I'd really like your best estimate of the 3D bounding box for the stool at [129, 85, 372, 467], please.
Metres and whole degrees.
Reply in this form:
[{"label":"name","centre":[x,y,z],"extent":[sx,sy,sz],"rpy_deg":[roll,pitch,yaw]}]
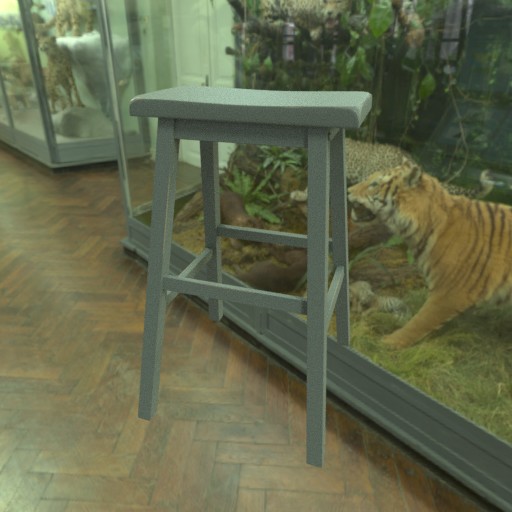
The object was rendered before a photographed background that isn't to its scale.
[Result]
[{"label":"stool","centre":[0.000,0.000,1.067],"extent":[0.457,0.737,0.476],"rpy_deg":[8,28,16]}]
